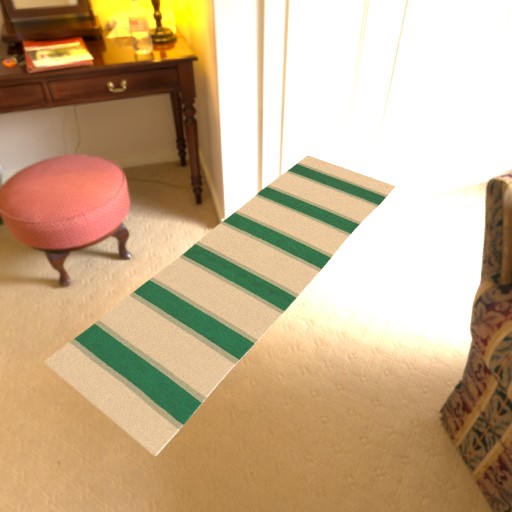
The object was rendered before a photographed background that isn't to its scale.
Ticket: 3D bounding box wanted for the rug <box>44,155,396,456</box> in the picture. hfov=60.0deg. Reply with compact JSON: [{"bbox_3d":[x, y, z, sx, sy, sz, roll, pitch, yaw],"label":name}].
[{"bbox_3d":[0.000,0.000,2.698,0.768,0.012,2.438,26,49,26],"label":"rug"}]
